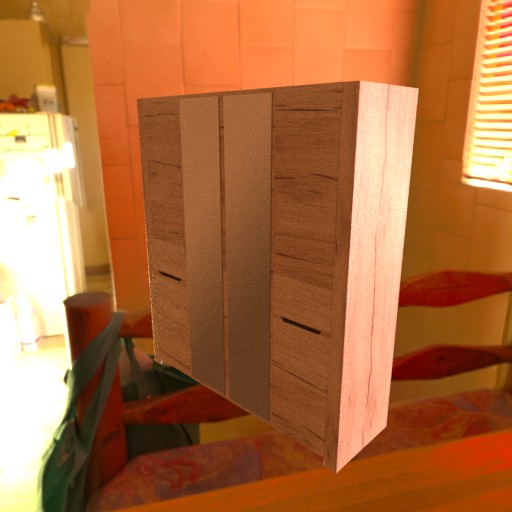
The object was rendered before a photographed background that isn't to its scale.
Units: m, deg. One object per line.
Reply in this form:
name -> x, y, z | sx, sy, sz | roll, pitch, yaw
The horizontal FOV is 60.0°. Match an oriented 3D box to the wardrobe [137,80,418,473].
wardrobe -> 0.000, 0.000, 3.012 | 1.810, 2.070, 0.580 | 15, 22, 42
